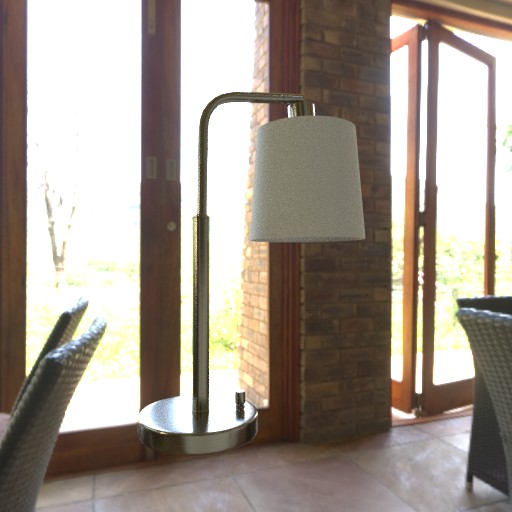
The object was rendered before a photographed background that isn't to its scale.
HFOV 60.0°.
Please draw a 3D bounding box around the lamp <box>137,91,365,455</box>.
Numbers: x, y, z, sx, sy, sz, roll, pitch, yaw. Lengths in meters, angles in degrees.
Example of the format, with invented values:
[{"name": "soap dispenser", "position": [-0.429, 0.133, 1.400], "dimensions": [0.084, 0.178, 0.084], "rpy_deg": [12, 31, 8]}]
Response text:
[{"name": "lamp", "position": [0.000, 0.000, 0.646], "dimensions": [0.333, 0.489, 0.171], "rpy_deg": [0, -1, -17]}]
